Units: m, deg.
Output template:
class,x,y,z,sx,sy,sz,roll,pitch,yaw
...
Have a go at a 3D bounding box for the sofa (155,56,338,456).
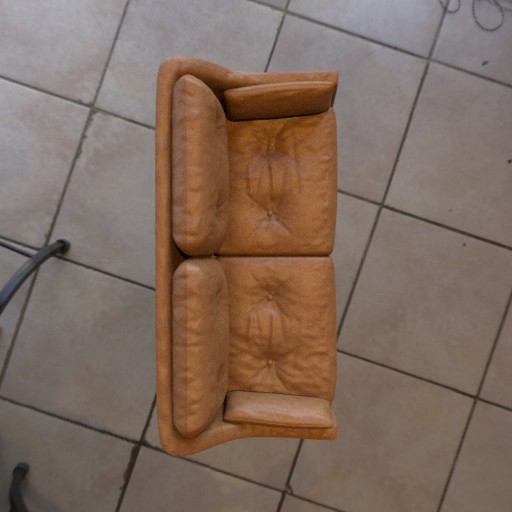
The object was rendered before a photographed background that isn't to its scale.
class,x,y,z,sx,sy,sz,roll,pitch,yaw
sofa,0.000,0.000,2.359,0.904,0.839,1.902,0,91,0
